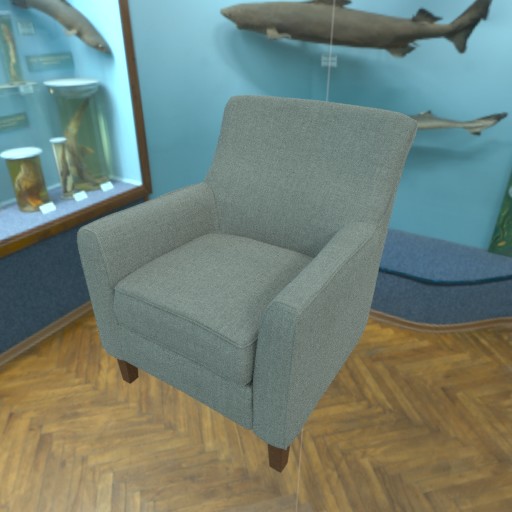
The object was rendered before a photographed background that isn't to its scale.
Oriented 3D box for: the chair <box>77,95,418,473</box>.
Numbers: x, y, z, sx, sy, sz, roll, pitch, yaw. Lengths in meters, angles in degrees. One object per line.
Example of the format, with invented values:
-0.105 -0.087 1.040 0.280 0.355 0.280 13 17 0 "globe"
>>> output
0.000 0.000 1.757 0.887 1.047 0.993 18 34 29 "chair"
